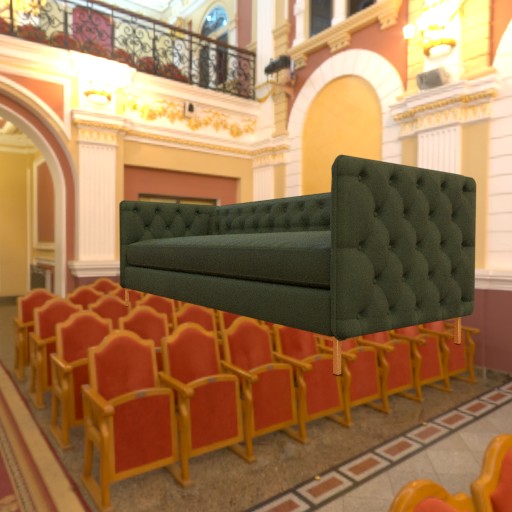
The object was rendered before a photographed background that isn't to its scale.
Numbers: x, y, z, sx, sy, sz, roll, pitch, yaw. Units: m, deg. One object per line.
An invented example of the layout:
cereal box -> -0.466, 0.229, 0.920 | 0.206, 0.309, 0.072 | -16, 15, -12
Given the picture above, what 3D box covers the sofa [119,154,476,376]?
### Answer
sofa -> 0.000, 0.000, 2.609 | 0.895, 0.771, 2.209 | -1, 2, -36
